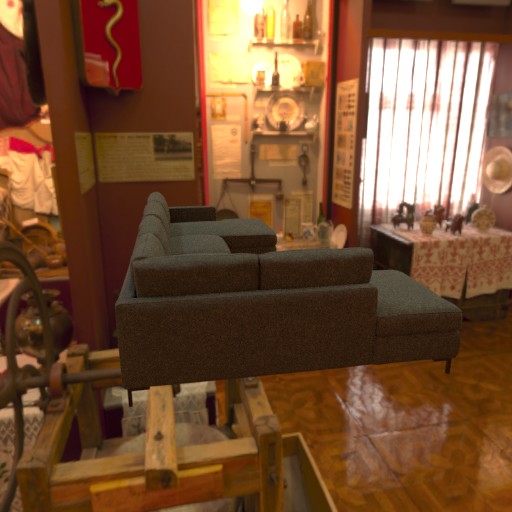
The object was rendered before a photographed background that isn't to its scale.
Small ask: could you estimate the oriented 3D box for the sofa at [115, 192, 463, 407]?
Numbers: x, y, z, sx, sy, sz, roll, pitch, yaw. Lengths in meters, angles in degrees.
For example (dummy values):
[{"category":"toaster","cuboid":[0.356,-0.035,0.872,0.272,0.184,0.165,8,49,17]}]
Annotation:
[{"category":"sofa","cuboid":[0.000,0.000,3.843,2.007,0.813,2.956,-3,16,-10]}]
